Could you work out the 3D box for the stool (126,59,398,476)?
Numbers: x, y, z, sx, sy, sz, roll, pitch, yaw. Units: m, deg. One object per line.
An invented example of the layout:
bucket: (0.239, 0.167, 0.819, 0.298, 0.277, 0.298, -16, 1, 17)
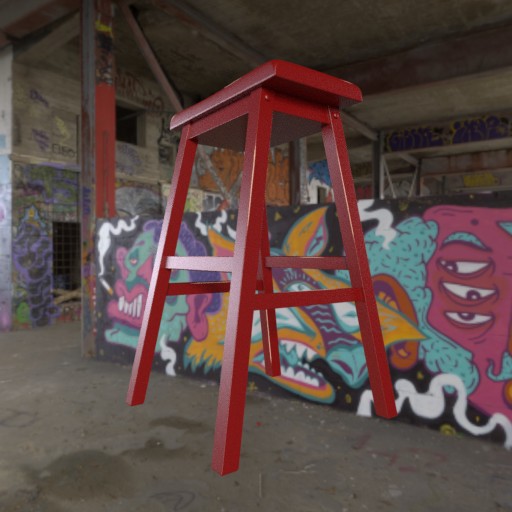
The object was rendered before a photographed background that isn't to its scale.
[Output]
stool: (0.000, 0.000, 1.066, 0.476, 0.737, 0.457, 0, 0, -36)
